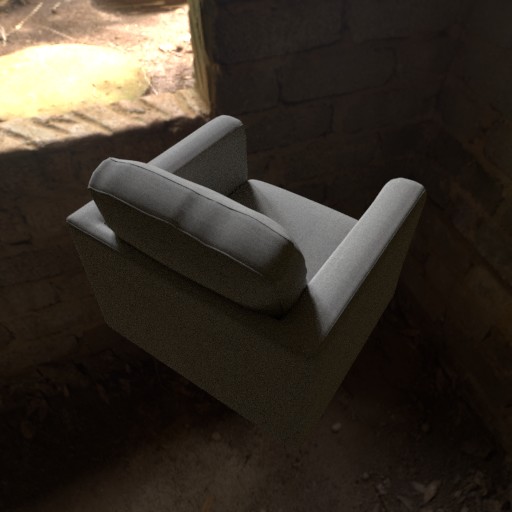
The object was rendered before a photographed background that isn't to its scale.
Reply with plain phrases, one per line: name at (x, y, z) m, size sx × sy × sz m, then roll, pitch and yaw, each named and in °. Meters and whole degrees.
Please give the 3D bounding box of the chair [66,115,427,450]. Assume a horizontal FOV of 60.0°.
chair at (0.000, 0.000, 1.534) m, size 0.855 × 0.927 × 0.800 m, roll 26°, pitch 52°, yaw 23°
